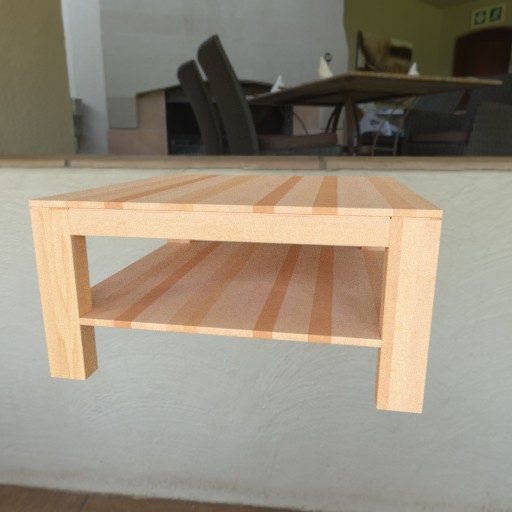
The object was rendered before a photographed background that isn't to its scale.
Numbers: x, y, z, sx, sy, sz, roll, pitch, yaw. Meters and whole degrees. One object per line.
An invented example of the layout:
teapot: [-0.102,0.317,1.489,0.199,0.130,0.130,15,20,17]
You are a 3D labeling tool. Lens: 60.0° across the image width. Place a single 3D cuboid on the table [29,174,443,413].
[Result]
table: [0.000,0.000,1.424,0.900,0.450,0.900,3,14,10]
